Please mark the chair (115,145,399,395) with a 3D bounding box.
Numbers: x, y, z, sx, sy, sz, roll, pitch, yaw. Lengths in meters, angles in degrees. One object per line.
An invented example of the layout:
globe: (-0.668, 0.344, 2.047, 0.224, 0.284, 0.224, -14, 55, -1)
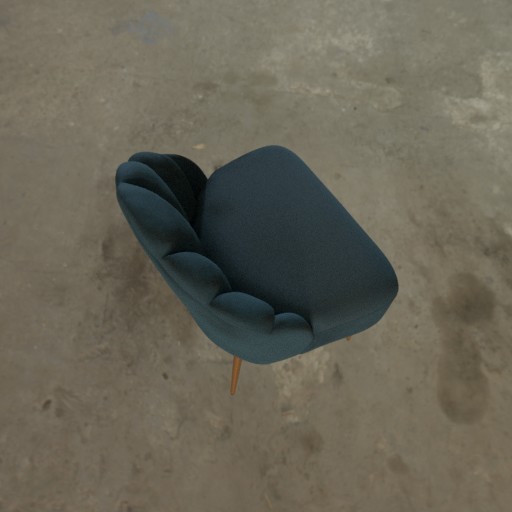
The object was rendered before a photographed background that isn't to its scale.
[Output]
chair: (0.000, 0.000, 1.289, 0.599, 0.819, 0.657, -26, 62, -15)
